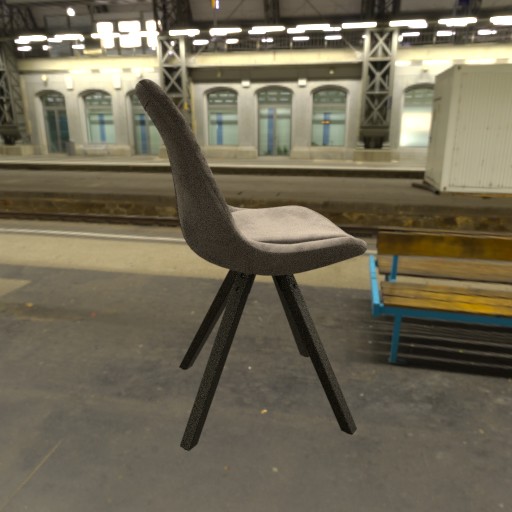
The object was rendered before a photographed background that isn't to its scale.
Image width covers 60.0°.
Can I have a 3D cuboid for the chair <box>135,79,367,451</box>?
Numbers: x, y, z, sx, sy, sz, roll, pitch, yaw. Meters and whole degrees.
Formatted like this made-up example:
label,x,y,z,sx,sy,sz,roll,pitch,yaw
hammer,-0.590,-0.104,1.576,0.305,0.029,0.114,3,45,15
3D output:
label,x,y,z,sx,sy,sz,roll,pitch,yaw
chair,0.000,0.000,1.182,0.550,0.850,0.485,-3,17,-9
